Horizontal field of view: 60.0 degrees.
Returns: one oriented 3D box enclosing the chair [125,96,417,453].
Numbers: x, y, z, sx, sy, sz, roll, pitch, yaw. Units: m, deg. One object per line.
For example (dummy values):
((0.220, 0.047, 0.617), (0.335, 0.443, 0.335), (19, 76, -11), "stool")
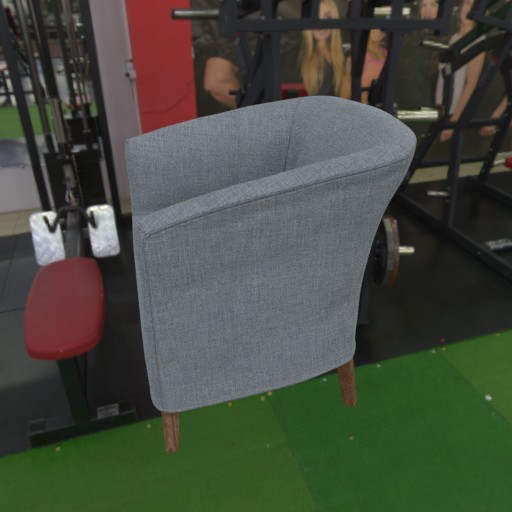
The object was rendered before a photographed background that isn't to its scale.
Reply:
((0.000, 0.000, 1.248), (0.668, 0.771, 0.600), (-8, 32, -14), "chair")
